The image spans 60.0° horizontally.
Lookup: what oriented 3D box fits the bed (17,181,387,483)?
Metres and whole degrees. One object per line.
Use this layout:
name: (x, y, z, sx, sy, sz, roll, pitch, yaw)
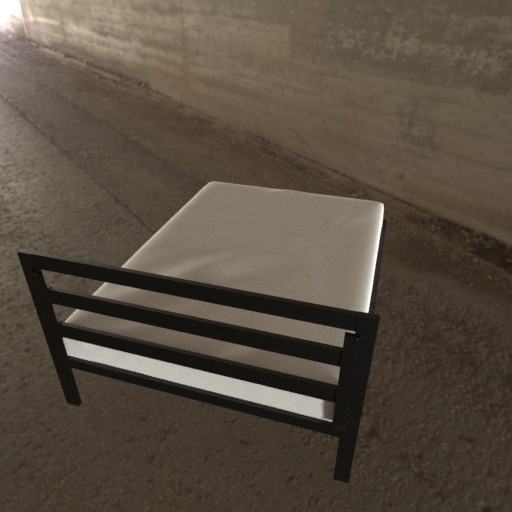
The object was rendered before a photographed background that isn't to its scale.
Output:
bed: (0.000, 0.000, 2.794, 1.524, 0.967, 2.062, 9, 33, 15)
